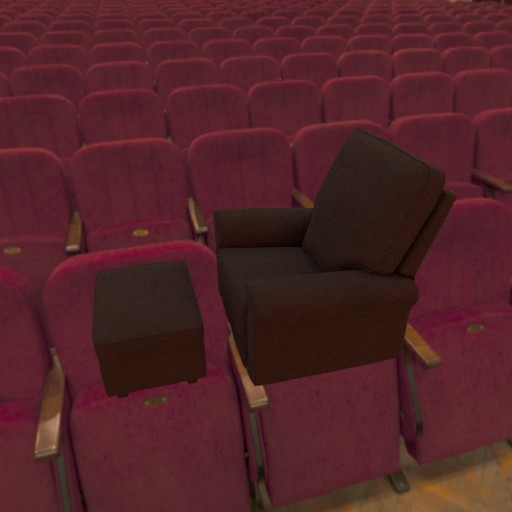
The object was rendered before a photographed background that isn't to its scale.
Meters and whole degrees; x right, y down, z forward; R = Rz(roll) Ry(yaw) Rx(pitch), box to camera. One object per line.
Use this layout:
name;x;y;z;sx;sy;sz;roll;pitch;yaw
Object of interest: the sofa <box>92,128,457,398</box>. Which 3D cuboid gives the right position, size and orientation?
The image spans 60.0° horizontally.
sofa;0.000;0.000;2.038;1.478;0.959;0.880;-8;31;-13
